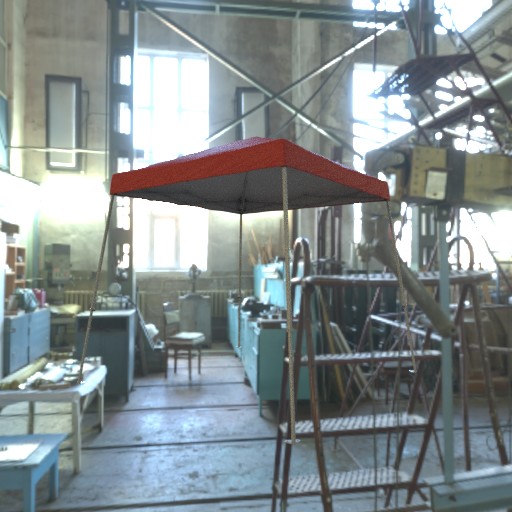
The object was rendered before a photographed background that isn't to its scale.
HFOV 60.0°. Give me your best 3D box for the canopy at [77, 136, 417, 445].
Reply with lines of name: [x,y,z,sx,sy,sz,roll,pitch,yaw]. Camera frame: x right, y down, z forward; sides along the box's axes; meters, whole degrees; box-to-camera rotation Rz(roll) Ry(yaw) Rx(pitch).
canopy: [0.000,0.000,6.632,3.600,3.600,3.599,-1,-2,37]
